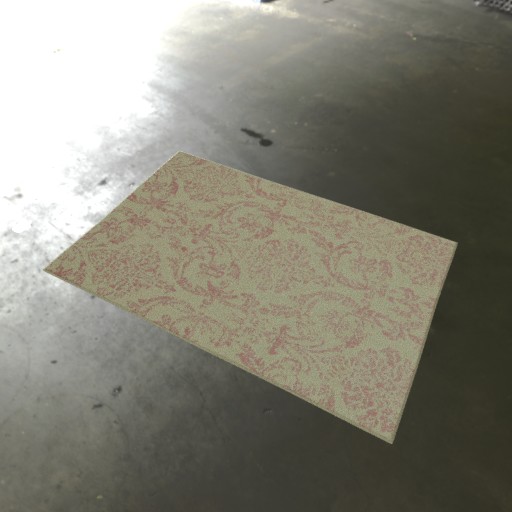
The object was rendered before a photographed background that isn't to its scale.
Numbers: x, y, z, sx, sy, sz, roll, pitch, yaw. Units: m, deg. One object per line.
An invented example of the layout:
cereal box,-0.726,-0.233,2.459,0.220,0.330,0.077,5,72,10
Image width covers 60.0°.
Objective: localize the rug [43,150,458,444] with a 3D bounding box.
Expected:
rug,0.000,0.000,2.345,1.839,0.012,1.219,22,51,19
